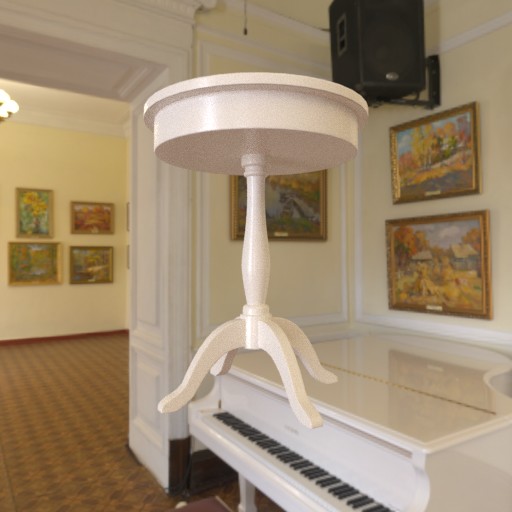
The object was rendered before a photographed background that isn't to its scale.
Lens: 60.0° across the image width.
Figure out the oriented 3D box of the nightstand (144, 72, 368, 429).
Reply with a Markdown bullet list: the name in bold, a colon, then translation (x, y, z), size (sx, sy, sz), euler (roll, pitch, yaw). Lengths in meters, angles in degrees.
- **nightstand**: translation (0.000, 0.000, 1.042), size (0.513, 0.653, 0.513), euler (0, 0, -20)
